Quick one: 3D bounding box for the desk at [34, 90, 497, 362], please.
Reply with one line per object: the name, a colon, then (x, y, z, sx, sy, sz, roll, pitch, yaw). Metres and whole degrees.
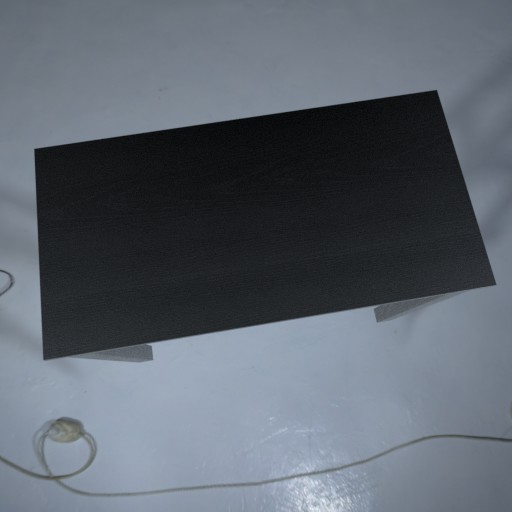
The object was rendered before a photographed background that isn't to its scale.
desk: (0.000, 0.000, 1.384, 0.991, 0.762, 0.499, -9, 76, -2)
